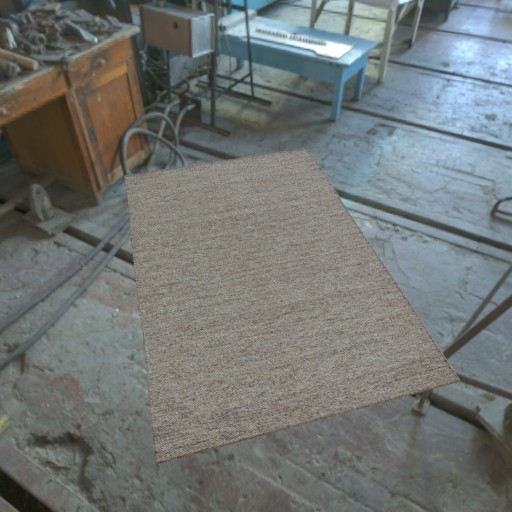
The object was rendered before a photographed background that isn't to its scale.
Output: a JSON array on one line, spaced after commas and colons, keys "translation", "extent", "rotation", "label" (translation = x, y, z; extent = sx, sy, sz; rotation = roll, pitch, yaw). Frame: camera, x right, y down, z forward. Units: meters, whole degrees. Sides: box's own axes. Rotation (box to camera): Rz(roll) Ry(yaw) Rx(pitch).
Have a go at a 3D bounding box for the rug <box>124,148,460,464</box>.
[{"translation": [0.000, 0.000, 2.889], "extent": [1.547, 0.013, 2.283], "rotation": [-11, 46, -11], "label": "rug"}]
